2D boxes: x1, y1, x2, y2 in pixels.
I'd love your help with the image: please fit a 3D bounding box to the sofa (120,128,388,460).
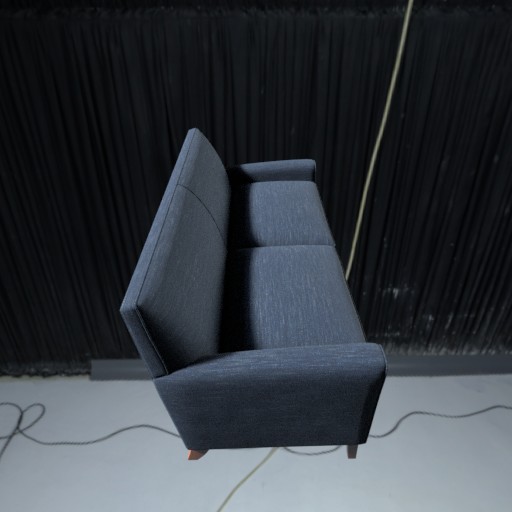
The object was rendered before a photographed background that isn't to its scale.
[{"bbox_3d":[0.000,0.000,2.394,0.875,0.846,1.976,0,32,-1],"label":"sofa"}]
